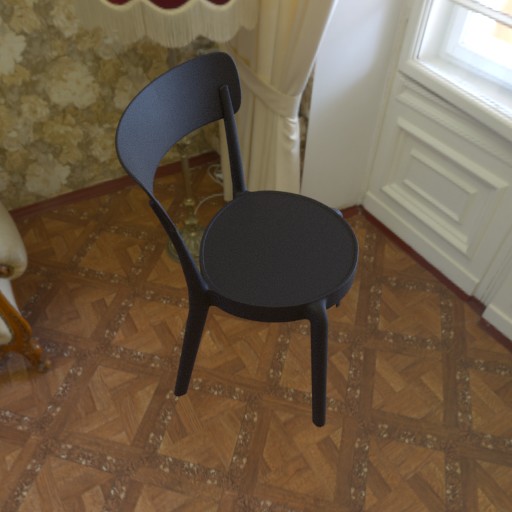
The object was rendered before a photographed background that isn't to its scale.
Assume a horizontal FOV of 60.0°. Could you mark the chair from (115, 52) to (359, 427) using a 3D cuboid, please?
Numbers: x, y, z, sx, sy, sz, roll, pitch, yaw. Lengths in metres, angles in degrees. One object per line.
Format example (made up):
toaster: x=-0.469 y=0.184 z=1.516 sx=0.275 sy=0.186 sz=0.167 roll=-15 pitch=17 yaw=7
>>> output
chair: x=0.000 y=0.000 z=1.110 sx=0.491 sy=0.790 sz=0.506 roll=10 pitch=47 yaw=9
